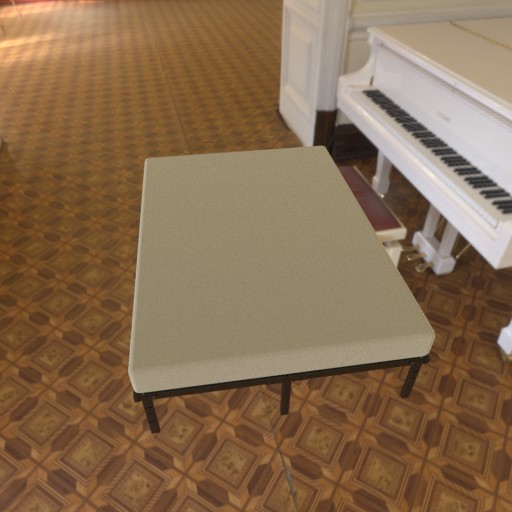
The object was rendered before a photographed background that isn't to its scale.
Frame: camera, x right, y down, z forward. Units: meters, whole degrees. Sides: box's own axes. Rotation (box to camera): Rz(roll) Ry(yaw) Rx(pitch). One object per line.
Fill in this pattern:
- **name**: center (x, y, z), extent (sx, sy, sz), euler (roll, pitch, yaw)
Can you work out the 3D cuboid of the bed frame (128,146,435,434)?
- **bed frame**: center (0.000, 0.000, 3.825), extent (2.205, 0.680, 2.842), euler (-1, 40, -1)
